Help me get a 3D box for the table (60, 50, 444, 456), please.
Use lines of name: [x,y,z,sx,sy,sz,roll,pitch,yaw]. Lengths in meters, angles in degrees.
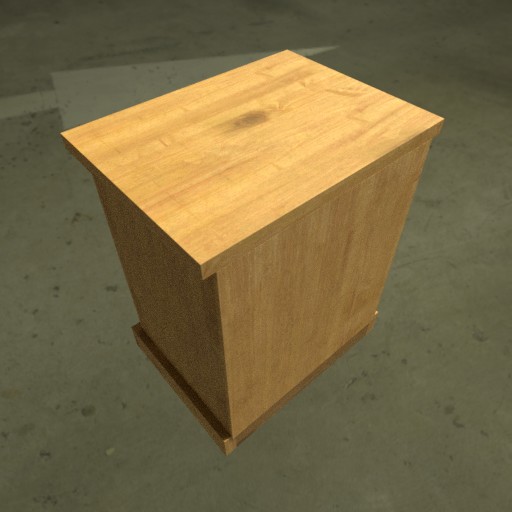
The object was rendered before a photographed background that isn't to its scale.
table: [0.000,0.000,1.245,0.660,0.813,0.500,-32,54,-27]
